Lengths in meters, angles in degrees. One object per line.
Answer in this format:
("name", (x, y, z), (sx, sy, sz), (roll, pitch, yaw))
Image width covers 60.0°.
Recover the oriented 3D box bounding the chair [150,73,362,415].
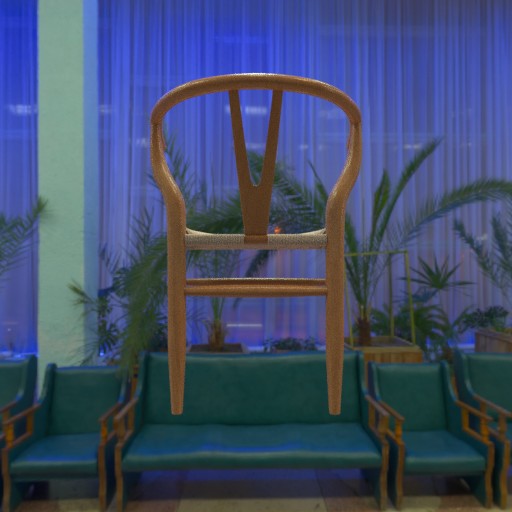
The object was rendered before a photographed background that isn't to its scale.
("chair", (0.000, 0.000, 1.165), (0.569, 0.730, 0.579), (0, -1, 0))
